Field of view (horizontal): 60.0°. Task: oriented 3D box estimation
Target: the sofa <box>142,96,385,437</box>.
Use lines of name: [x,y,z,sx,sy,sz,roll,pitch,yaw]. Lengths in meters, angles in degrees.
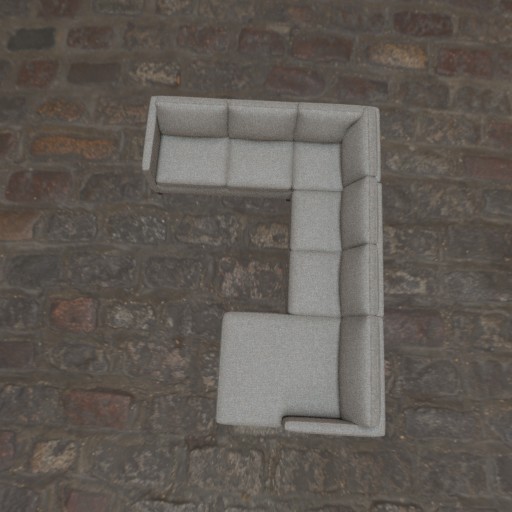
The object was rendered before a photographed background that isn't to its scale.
sofa: [0.000,0.000,4.661,2.551,0.889,3.403,3,75,1]
